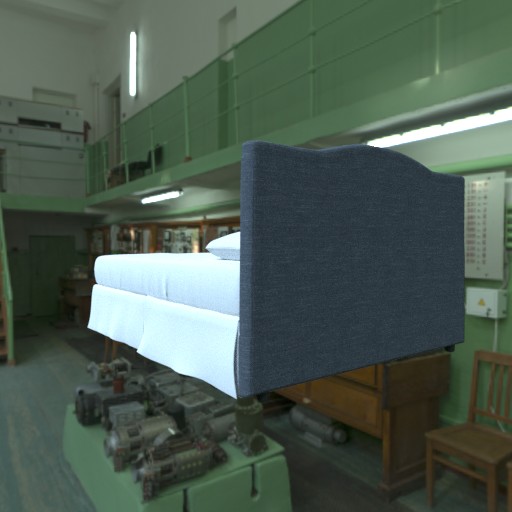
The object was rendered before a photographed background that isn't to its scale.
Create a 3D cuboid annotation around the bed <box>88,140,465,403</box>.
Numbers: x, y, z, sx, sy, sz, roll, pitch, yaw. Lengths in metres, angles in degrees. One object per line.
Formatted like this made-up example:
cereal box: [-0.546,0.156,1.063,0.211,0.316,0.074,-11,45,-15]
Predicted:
bed: [0.000,0.000,3.903,2.161,1.457,2.689,-1,2,-37]
